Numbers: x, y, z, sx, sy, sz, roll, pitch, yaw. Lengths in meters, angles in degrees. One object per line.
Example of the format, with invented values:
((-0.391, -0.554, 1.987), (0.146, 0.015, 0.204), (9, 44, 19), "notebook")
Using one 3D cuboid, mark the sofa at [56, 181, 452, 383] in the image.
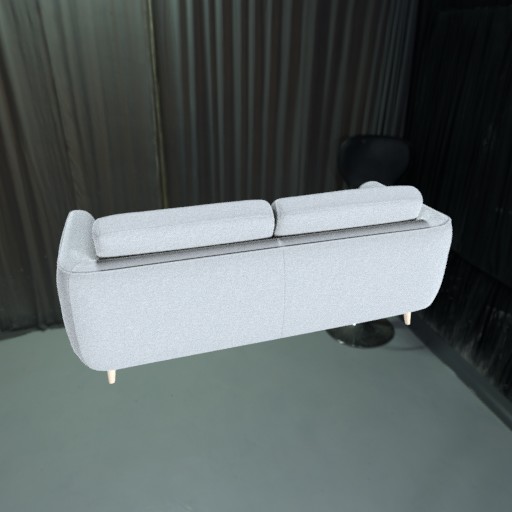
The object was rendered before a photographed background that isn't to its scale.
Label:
((0.000, 0.000, 2.491), (2.000, 0.850, 0.920), (-8, 27, -16), "sofa")
